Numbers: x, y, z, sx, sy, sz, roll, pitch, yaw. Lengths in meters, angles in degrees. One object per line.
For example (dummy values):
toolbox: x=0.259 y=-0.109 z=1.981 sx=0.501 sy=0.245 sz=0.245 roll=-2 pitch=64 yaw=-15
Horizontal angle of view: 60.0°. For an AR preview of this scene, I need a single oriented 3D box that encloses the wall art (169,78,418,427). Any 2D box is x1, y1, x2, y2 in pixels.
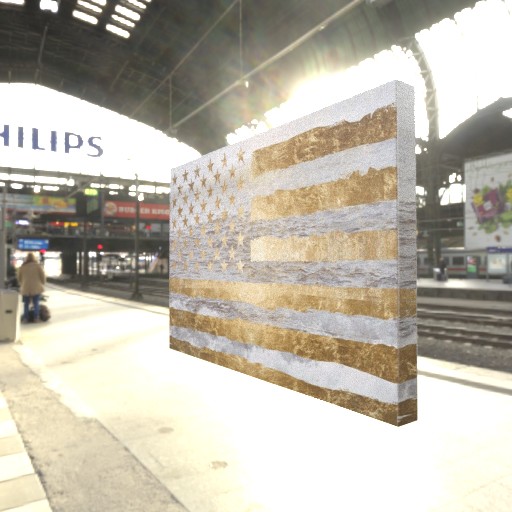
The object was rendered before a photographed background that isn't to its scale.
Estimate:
wall art: x=0.000 y=0.000 z=0.771 sx=0.041 sy=0.407 sz=0.606 roll=1 pitch=-2 yaw=-37
